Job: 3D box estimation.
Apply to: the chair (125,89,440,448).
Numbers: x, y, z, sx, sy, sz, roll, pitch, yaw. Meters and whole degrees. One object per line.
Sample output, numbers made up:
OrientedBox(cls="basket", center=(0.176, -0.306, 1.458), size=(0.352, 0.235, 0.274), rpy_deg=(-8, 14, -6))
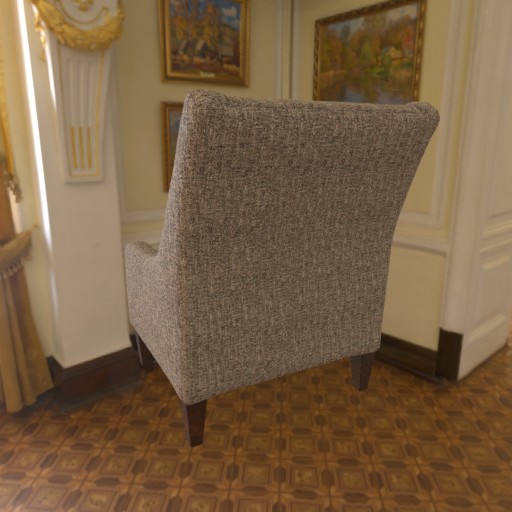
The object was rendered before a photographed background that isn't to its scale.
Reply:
OrientedBox(cls="chair", center=(0.000, 0.000, 1.581), size=(0.774, 1.014, 0.870), rpy_deg=(-8, 16, -27))
